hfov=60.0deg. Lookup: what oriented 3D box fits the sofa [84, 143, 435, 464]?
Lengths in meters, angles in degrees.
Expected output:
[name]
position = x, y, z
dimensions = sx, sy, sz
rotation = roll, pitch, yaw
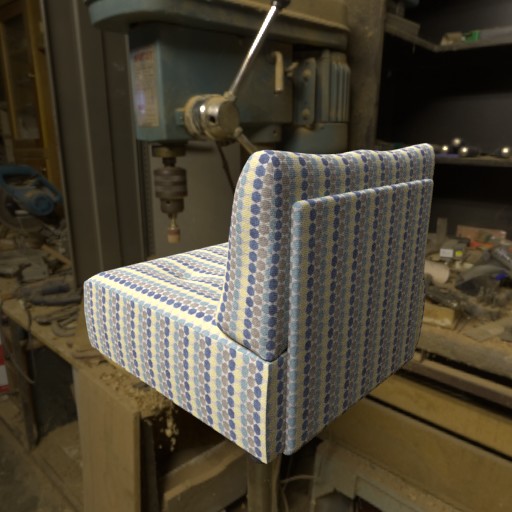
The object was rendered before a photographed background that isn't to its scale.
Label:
[sofa]
position = 0.000, 0.000, 1.688
dimensions = 1.000, 0.830, 0.930
rotation = 14, 21, 42
